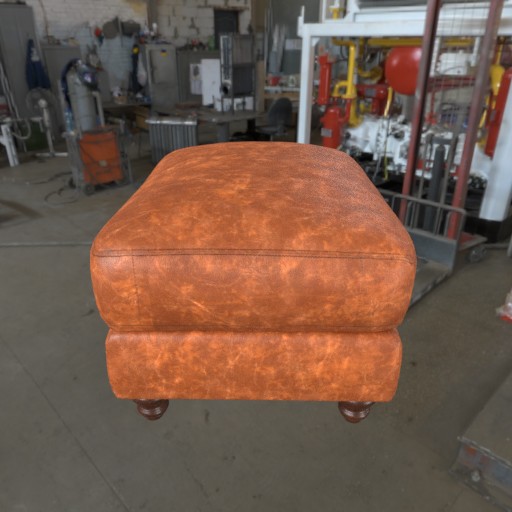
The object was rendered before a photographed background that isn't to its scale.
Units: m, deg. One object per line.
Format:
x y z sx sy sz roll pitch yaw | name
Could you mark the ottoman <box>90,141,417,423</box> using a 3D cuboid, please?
0.000 0.000 1.248 0.657 0.562 0.832 0 26 1 | ottoman
